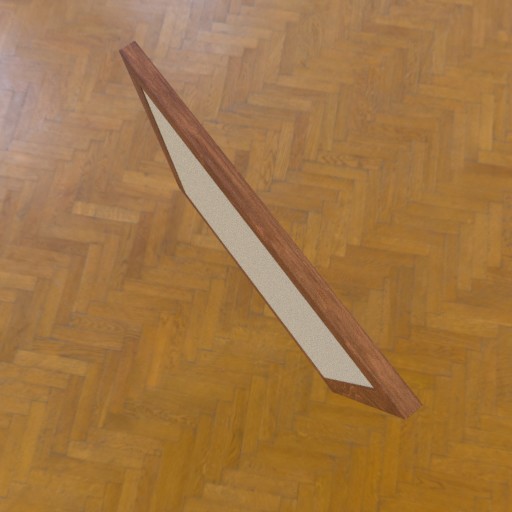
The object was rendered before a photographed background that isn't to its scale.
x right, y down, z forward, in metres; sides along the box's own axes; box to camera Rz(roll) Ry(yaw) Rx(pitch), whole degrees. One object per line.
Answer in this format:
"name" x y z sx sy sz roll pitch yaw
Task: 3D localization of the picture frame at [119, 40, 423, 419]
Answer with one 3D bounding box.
"picture frame" 0.000 0.000 0.741 0.025 0.457 0.559 -36 79 -8
